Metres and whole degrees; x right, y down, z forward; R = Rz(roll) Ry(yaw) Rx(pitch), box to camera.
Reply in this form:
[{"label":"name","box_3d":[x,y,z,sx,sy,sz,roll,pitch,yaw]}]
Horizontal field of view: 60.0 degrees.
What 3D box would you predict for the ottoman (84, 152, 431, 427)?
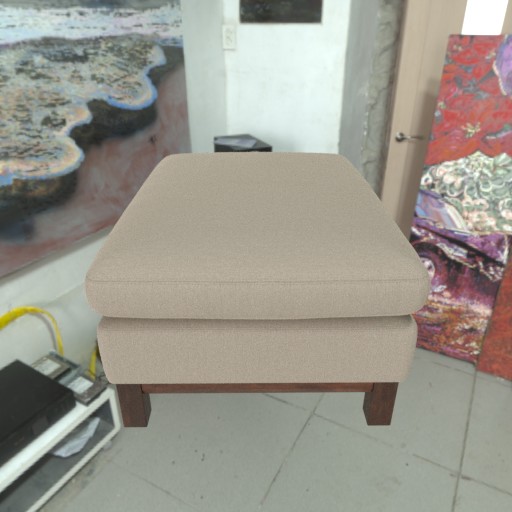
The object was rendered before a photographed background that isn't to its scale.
[{"label":"ottoman","box_3d":[0.000,0.000,1.128,0.606,0.420,0.771,0,28,0]}]
